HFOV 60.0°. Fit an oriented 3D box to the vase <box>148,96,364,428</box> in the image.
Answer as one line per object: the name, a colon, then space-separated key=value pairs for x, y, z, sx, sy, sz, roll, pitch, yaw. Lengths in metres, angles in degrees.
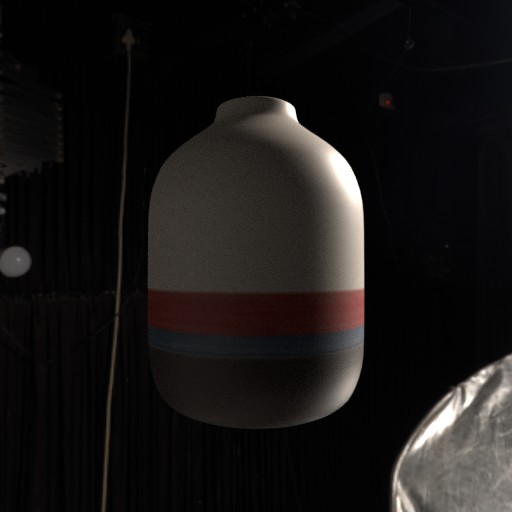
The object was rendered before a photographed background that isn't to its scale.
vase: x=0.000 y=0.000 z=0.358 sx=0.169 sy=0.237 sz=0.169 roll=0 pitch=-1 yaw=0
